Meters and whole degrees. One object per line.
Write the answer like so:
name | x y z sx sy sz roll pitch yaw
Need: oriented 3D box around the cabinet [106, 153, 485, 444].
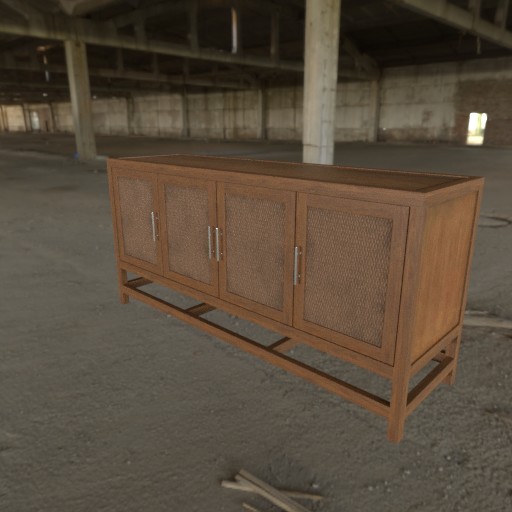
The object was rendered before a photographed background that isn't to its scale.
cabinet | 0.000 0.000 2.048 1.708 0.820 0.522 15 23 41
